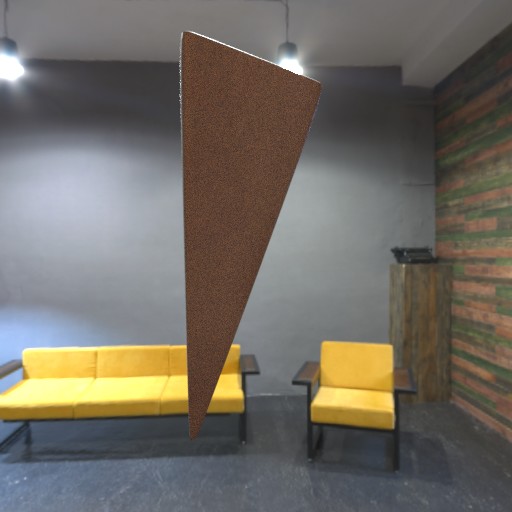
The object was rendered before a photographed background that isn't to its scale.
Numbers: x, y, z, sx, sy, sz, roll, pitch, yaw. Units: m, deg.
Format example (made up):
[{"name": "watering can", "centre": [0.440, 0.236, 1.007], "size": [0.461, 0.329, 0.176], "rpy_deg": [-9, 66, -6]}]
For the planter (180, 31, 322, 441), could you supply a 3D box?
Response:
[{"name": "planter", "centre": [0.000, 0.000, 0.156], "size": [0.047, 0.130, 0.058], "rpy_deg": [0, 0, -1]}]
